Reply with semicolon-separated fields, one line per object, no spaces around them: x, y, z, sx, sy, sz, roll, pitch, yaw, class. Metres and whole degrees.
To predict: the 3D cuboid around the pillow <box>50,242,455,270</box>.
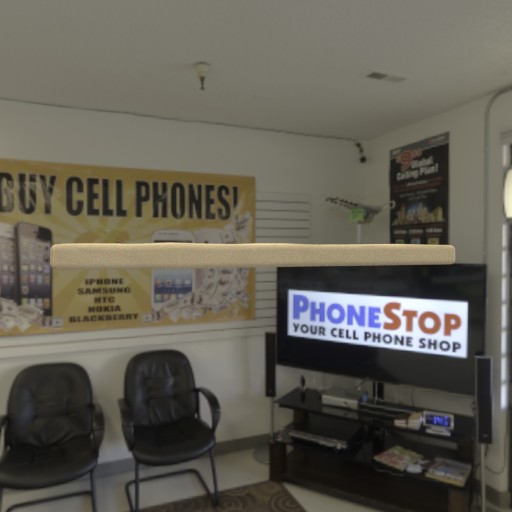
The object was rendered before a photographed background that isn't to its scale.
0.000;0.000;1.401;1.187;0.081;0.492;0;1;-20;pillow
